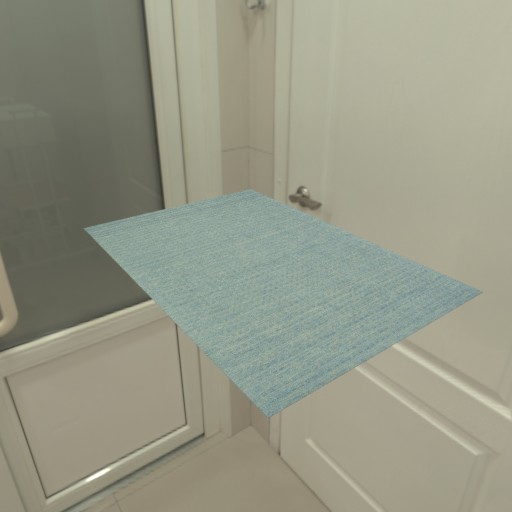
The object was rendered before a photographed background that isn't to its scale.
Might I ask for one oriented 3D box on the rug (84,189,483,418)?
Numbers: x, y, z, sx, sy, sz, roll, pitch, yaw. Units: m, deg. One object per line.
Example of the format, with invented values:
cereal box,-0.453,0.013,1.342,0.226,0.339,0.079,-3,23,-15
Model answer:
rug,0.000,0.000,3.748,1.982,0.006,2.895,-19,32,-32
